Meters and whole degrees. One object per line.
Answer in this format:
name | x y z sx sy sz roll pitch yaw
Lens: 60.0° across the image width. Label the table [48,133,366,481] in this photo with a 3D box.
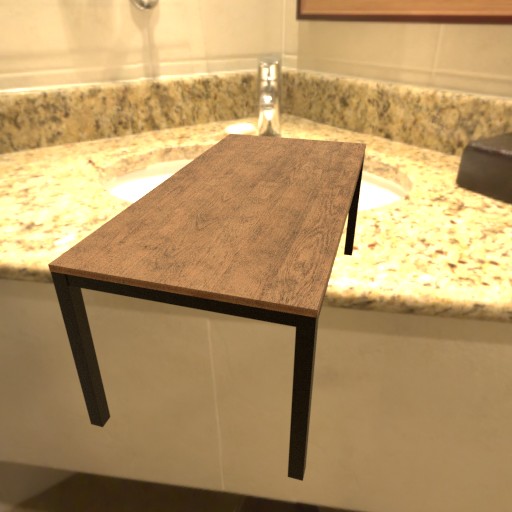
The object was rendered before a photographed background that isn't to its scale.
table | 0.000 0.000 2.289 0.893 0.767 1.805 8 30 14
